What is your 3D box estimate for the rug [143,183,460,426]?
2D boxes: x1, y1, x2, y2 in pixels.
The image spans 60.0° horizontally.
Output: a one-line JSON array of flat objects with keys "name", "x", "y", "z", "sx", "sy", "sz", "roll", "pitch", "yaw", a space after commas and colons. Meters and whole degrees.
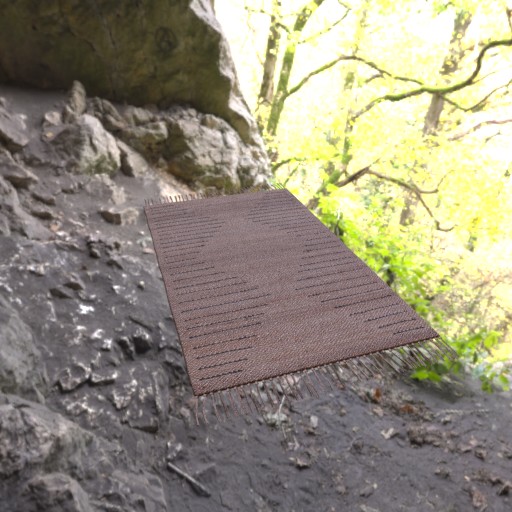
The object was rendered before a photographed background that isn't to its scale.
[{"name": "rug", "x": 0.000, "y": 0.000, "z": 2.062, "sx": 0.905, "sy": 0.017, "sz": 1.718, "roll": -9, "pitch": 32, "yaw": -16}]
